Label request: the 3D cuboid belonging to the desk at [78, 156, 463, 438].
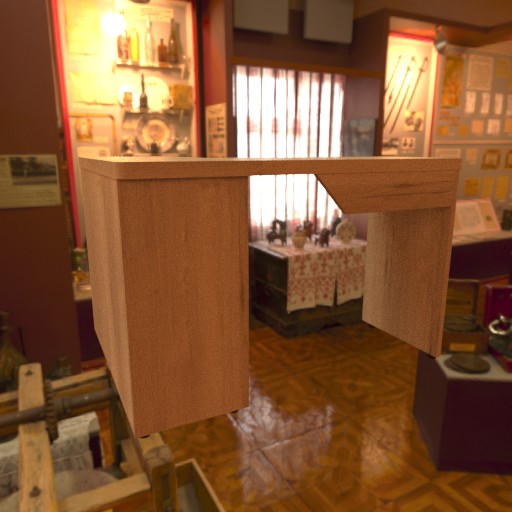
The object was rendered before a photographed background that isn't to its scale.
[{"bbox_3d":[0.000,0.000,1.751,1.169,0.760,0.900,-7,15,-26],"label":"desk"}]
